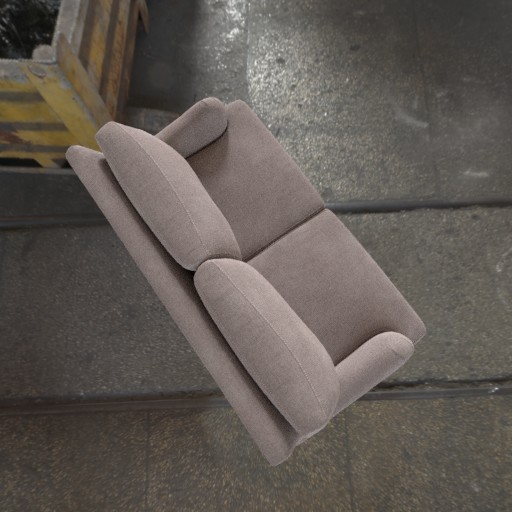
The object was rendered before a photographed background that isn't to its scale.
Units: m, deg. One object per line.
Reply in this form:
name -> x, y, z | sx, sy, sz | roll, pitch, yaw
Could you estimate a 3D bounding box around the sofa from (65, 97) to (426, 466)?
sofa -> 0.000, 0.000, 2.524 | 1.084, 1.101, 1.853 | -35, 78, -9
